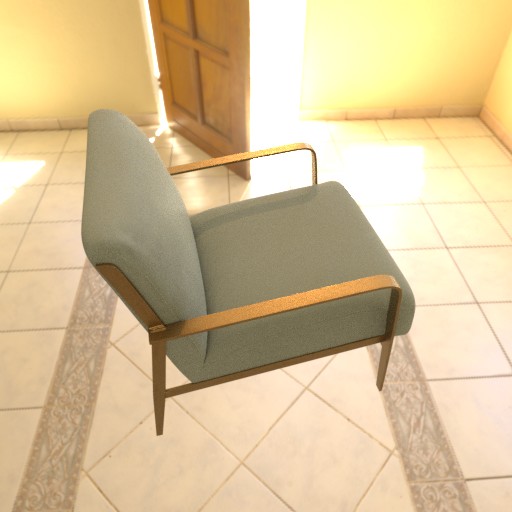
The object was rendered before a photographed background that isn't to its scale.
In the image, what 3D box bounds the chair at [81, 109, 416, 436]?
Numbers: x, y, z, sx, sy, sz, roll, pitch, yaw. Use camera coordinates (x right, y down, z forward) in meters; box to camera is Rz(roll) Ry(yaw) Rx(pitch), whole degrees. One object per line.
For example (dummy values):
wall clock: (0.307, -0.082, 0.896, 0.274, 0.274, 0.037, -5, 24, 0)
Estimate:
chair: (0.000, 0.000, 1.411, 0.842, 0.824, 0.701, -10, 45, -10)
